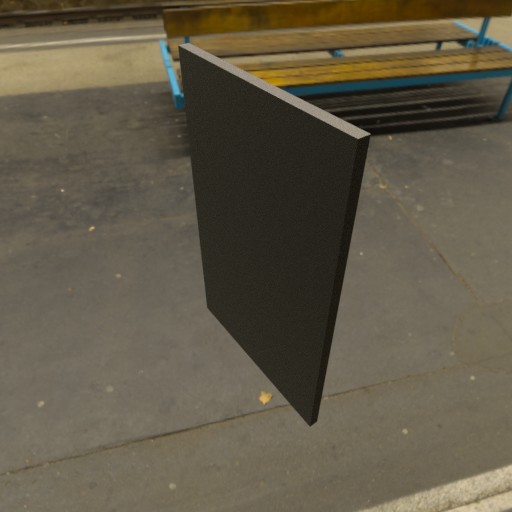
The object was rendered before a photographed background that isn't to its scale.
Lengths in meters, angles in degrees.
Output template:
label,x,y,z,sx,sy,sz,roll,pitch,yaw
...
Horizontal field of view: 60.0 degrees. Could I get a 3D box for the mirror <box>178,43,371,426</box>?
label,x,y,z,sx,sy,sz,roll,pitch,yaw
mirror,0.000,0.000,1.556,0.038,1.219,0.762,-26,48,-26
